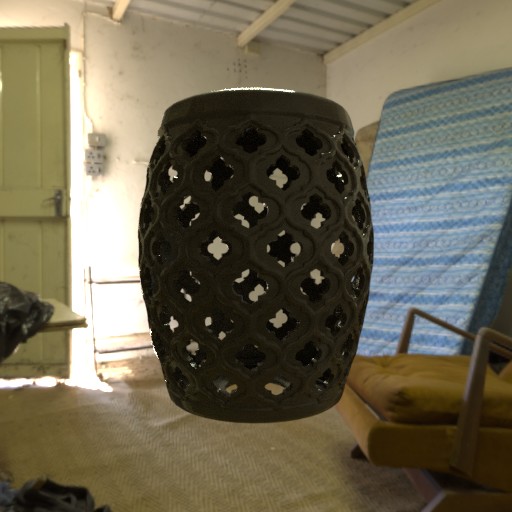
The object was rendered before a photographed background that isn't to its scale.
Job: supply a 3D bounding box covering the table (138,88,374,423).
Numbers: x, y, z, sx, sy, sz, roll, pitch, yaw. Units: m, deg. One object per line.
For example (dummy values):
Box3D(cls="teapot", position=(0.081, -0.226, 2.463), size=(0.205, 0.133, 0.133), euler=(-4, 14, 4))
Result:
Box3D(cls="table", position=(0.000, 0.000, 0.631), size=(0.325, 0.388, 0.325), euler=(0, 1, 0))
